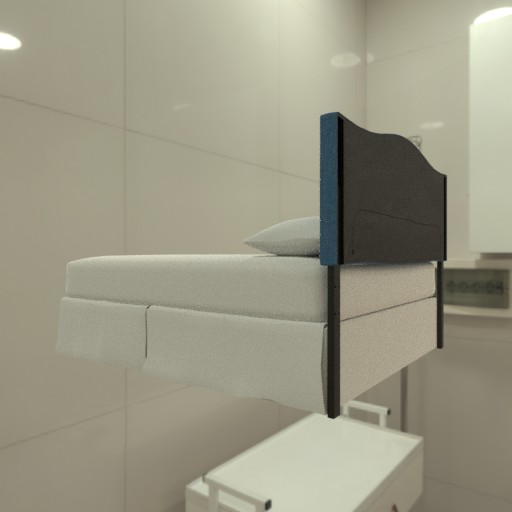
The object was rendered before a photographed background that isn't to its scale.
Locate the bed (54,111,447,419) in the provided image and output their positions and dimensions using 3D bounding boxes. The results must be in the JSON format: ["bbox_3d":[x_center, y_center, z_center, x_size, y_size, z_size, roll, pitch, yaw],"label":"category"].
[{"bbox_3d":[0.000,0.000,2.752,1.872,1.169,1.610,0,0,37],"label":"bed"}]
